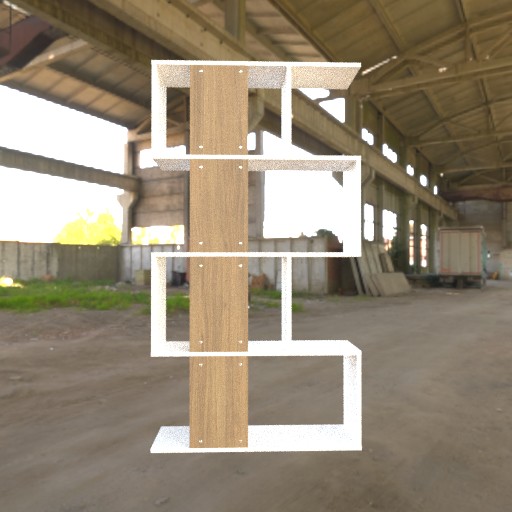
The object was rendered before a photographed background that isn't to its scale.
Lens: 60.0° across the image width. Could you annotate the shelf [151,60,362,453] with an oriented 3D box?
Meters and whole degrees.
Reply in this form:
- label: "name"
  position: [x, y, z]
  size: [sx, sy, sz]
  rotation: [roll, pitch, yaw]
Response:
- label: "shelf"
  position: [0.000, 0.000, 1.998]
  size: [0.890, 1.650, 0.250]
  rotation: [0, -1, -2]
